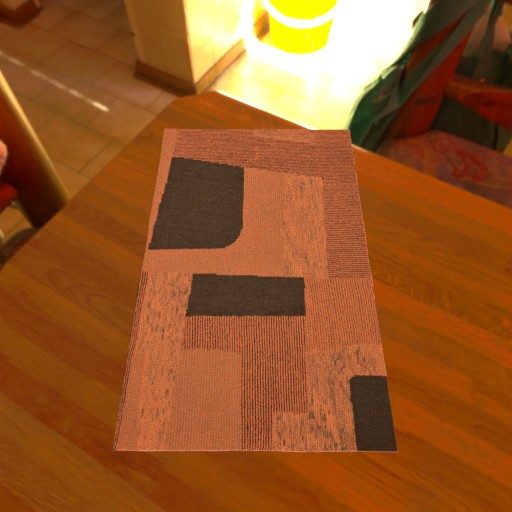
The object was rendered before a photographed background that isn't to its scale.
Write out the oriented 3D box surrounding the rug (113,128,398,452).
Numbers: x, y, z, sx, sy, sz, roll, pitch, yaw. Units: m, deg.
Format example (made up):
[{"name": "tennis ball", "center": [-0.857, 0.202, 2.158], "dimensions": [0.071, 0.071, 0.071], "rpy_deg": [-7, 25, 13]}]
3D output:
[{"name": "rug", "center": [0.000, 0.000, 2.989], "dimensions": [1.521, 0.015, 2.436], "rpy_deg": [0, 58, 0]}]
